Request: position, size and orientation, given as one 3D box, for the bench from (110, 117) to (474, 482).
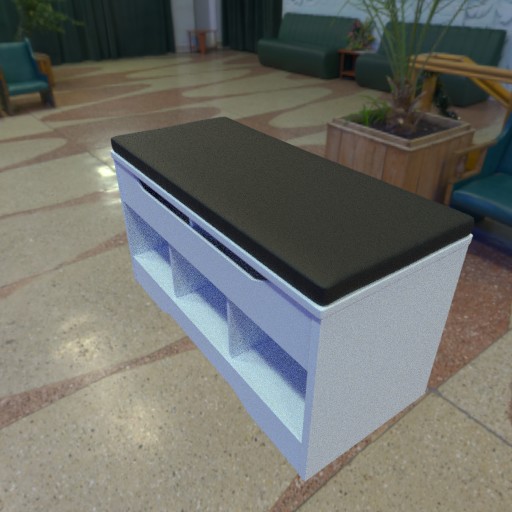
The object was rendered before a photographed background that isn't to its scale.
[{"bbox_3d":[0.000,0.000,1.182,0.401,0.500,0.899,-21,38,-29],"label":"bench"}]
